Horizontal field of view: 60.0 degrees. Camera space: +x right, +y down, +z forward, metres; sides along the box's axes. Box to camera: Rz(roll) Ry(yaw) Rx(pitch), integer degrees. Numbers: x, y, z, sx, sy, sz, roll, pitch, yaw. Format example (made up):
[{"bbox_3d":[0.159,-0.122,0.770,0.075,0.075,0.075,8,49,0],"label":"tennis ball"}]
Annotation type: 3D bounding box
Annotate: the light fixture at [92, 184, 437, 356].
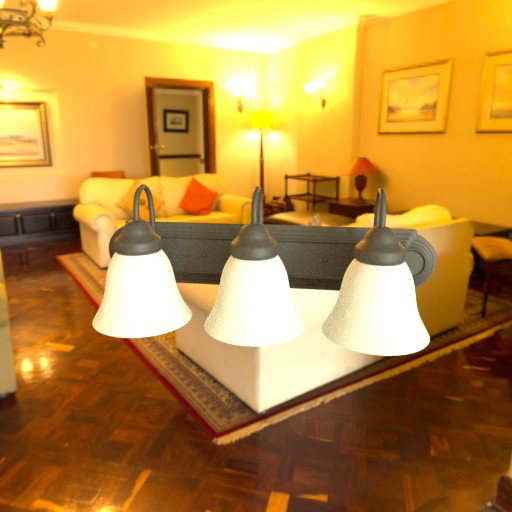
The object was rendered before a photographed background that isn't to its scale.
[{"bbox_3d":[0.000,0.000,0.718,0.610,0.222,0.199,2,15,8],"label":"light fixture"}]
